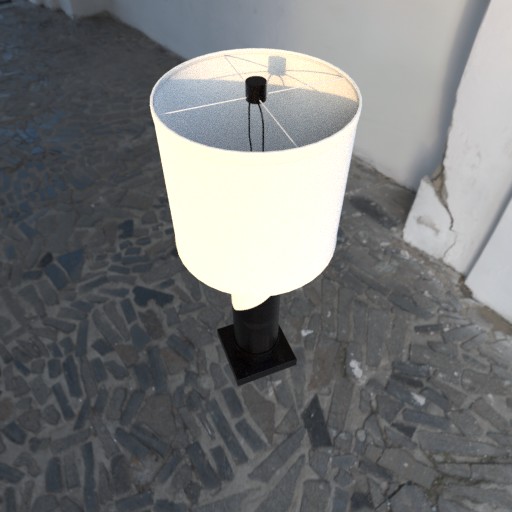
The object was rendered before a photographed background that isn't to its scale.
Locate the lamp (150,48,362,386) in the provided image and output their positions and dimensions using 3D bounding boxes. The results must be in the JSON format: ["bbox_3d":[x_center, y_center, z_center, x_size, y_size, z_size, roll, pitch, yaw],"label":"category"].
[{"bbox_3d":[0.000,0.000,0.622,0.211,0.509,0.211,-16,50,-14],"label":"lamp"}]
